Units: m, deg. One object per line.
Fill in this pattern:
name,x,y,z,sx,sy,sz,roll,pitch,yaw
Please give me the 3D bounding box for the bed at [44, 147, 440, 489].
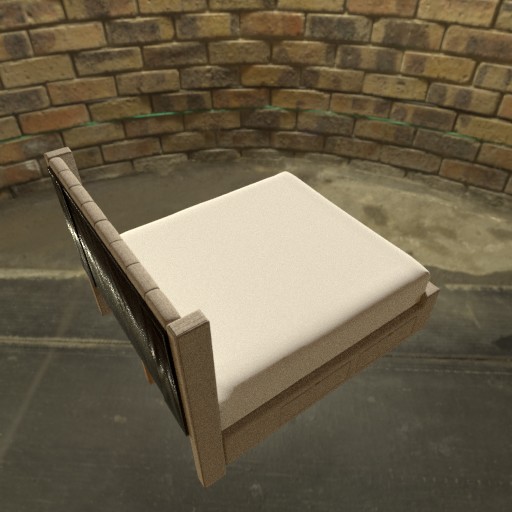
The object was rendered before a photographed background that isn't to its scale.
bed,0.000,0.000,3.673,2.372,1.748,2.044,-25,48,-25
